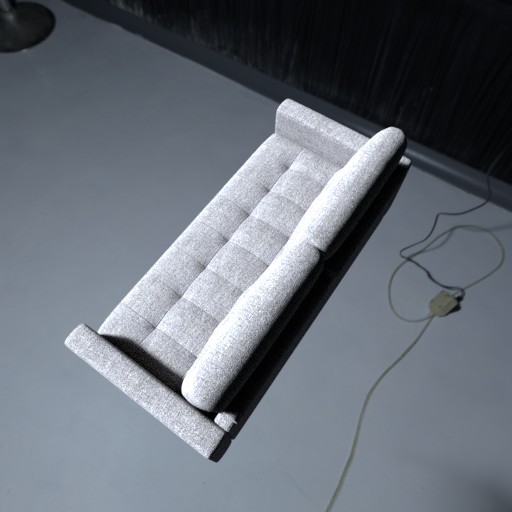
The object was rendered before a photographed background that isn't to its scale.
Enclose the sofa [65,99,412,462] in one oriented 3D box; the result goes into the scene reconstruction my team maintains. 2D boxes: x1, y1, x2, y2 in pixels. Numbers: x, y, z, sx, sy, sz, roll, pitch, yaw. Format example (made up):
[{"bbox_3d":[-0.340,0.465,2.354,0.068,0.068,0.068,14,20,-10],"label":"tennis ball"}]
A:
[{"bbox_3d":[0.000,0.000,2.328,0.863,0.902,1.821,32,68,15],"label":"sofa"}]
